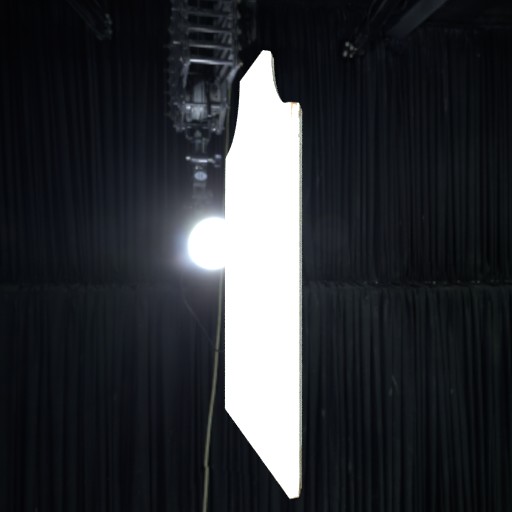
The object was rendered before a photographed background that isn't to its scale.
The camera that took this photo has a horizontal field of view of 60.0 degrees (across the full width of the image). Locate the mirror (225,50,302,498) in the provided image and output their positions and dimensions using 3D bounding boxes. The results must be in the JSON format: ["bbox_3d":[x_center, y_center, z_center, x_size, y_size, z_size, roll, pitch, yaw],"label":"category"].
[{"bbox_3d":[0.000,0.000,0.849,0.022,0.717,0.403,0,0,-18],"label":"mirror"}]
